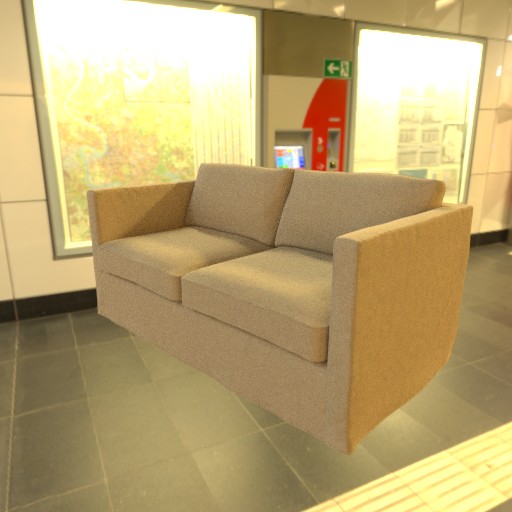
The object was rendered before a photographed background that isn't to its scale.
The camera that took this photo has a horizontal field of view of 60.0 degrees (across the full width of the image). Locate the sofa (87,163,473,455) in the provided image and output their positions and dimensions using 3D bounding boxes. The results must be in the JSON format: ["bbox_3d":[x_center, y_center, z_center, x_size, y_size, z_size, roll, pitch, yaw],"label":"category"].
[{"bbox_3d":[0.000,0.000,2.204,1.719,0.835,0.962,15,21,42],"label":"sofa"}]
